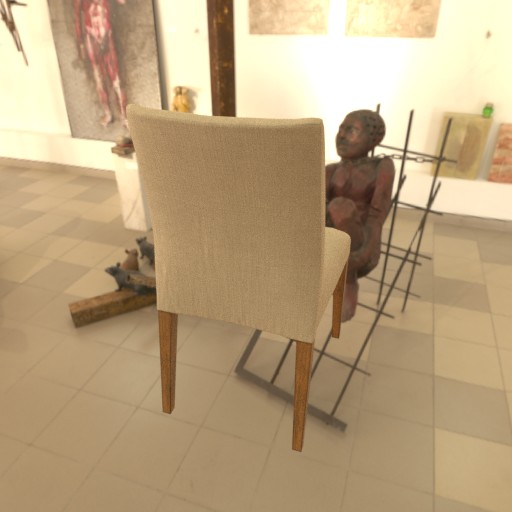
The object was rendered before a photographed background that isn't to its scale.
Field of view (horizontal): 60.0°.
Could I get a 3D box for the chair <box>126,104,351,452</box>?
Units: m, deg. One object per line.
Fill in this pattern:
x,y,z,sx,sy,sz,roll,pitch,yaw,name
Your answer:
0.000,0.000,1.317,0.496,0.940,0.585,10,32,16,chair
